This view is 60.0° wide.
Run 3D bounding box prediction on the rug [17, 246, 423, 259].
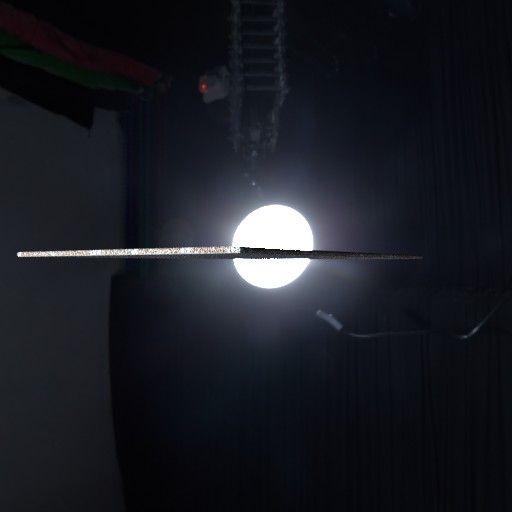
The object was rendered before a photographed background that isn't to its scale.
[{"bbox_3d":[0.000,0.000,3.405,1.778,0.030,2.743,-1,-1,35],"label":"rug"}]
